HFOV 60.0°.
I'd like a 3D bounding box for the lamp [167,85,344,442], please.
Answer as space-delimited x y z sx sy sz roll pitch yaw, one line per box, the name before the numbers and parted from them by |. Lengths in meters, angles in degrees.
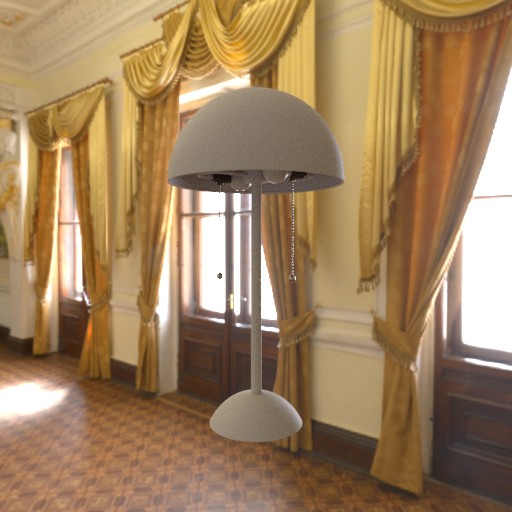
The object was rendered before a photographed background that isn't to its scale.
lamp | 0.000 0.000 0.437 0.171 0.330 0.171 0 2 0
